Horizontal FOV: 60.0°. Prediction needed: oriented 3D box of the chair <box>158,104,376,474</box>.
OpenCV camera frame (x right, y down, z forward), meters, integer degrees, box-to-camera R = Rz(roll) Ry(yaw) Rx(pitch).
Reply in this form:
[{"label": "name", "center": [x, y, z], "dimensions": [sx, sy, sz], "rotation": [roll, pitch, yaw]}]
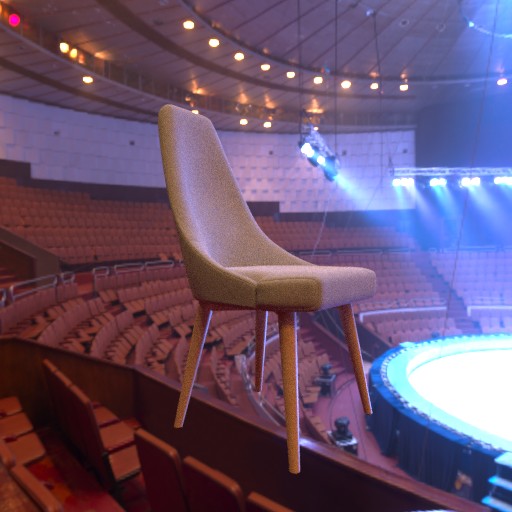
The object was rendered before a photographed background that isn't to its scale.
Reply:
[{"label": "chair", "center": [0.000, 0.000, 1.418], "dimensions": [0.660, 1.040, 0.510], "rotation": [1, 1, 36]}]
